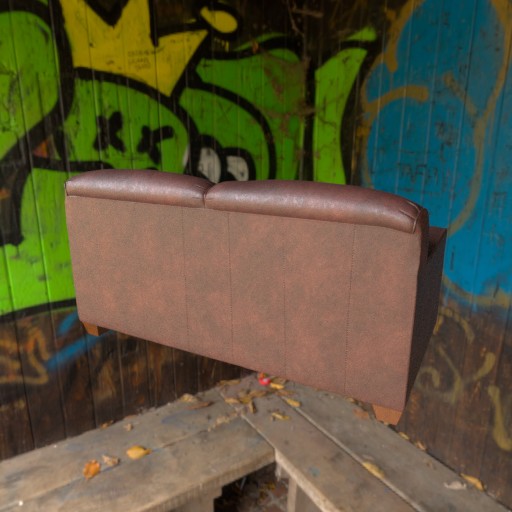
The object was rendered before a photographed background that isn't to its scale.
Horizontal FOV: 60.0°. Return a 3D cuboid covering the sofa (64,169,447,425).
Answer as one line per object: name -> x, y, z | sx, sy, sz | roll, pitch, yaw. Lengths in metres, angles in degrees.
sofa -> 0.000, 0.000, 2.446 | 1.856, 0.966, 1.000 | 8, 18, 27
